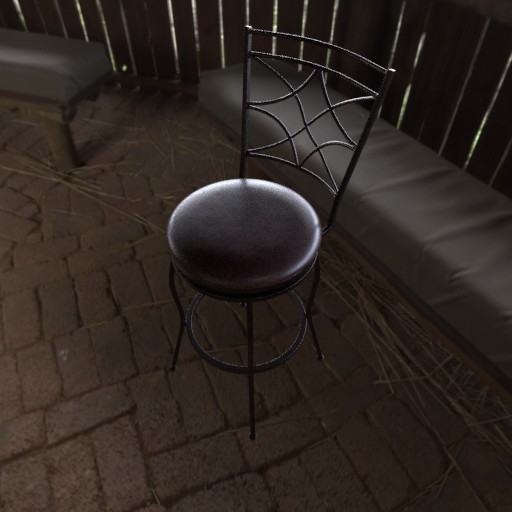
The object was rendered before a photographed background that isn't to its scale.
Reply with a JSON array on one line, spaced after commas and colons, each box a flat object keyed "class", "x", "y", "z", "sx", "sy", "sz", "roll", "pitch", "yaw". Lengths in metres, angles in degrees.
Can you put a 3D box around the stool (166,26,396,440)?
[{"class": "stool", "x": 0.000, "y": 0.000, "z": 1.354, "sx": 0.434, "sy": 1.117, "sz": 0.534, "roll": 31, "pitch": 53, "yaw": 27}]
